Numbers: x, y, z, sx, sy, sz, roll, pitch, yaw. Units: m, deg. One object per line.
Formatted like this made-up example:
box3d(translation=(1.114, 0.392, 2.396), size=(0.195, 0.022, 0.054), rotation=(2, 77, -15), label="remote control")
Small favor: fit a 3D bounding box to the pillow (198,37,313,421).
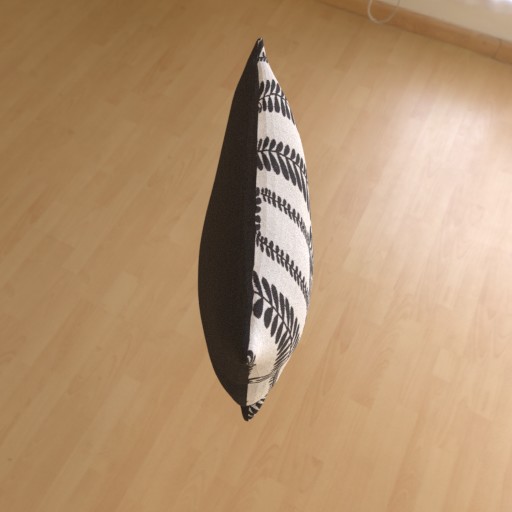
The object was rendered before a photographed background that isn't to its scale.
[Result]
box3d(translation=(0.000, 0.000, 0.680), size=(0.182, 0.441, 0.440), rotation=(2, 64, 1), label="pillow")
